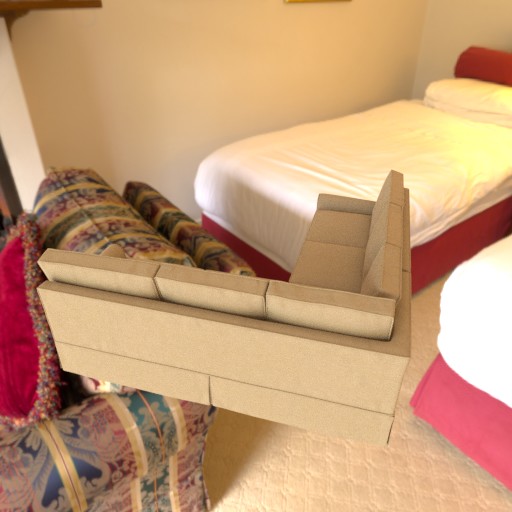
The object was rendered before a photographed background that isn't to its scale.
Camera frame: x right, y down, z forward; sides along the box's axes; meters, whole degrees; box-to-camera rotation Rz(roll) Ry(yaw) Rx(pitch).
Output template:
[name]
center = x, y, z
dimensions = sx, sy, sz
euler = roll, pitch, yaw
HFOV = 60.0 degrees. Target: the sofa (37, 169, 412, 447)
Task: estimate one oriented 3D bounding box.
[sofa]
center = 0.000, 0.000, 4.253
dimensions = 2.733, 1.124, 2.730
euler = 9, 33, 13
